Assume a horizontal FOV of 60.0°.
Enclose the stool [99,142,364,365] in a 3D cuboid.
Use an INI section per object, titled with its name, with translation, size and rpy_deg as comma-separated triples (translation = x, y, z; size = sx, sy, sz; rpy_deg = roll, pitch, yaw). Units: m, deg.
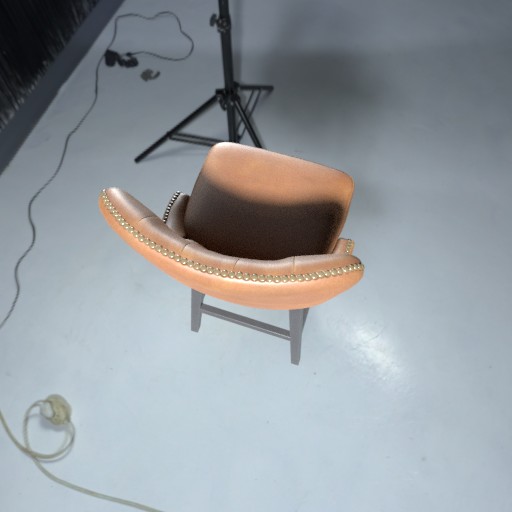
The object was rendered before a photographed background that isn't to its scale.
[stool]
translation = 0.000, 0.000, 1.296
size = 0.528, 0.971, 0.593
rpy_deg = 16, 64, 8
